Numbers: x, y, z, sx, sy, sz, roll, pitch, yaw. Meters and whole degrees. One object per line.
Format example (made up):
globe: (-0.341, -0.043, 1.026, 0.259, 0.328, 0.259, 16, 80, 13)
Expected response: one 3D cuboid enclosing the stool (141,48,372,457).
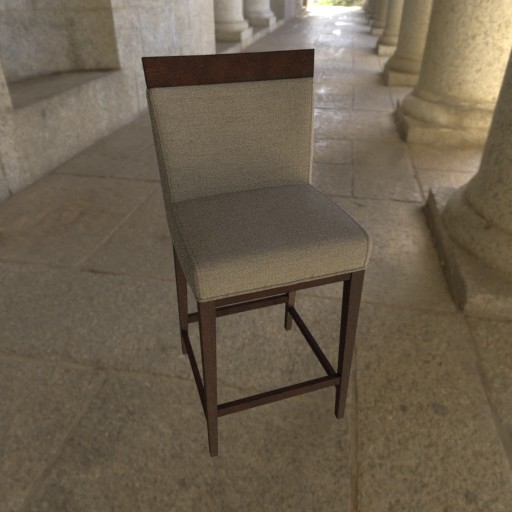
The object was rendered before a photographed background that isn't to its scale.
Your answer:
stool: (0.000, 0.000, 1.389, 0.511, 1.117, 0.531, -10, 34, -16)
